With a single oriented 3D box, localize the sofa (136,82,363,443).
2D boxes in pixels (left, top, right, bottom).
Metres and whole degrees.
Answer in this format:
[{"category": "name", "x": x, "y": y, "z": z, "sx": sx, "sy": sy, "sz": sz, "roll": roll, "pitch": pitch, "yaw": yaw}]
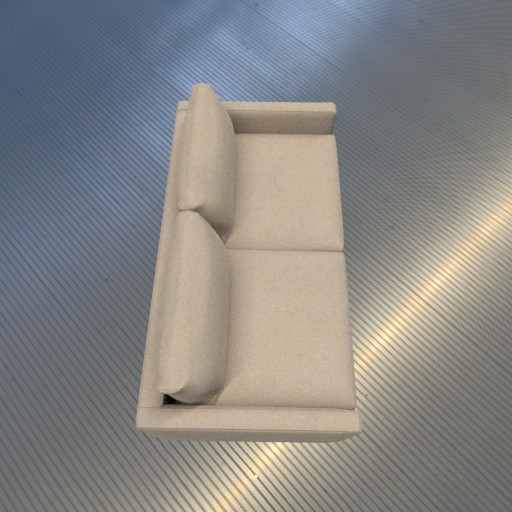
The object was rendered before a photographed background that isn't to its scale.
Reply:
[{"category": "sofa", "x": 0.000, "y": 0.000, "z": 2.186, "sx": 0.875, "sy": 0.840, "sz": 1.682, "roll": 1, "pitch": 64, "yaw": 0}]
